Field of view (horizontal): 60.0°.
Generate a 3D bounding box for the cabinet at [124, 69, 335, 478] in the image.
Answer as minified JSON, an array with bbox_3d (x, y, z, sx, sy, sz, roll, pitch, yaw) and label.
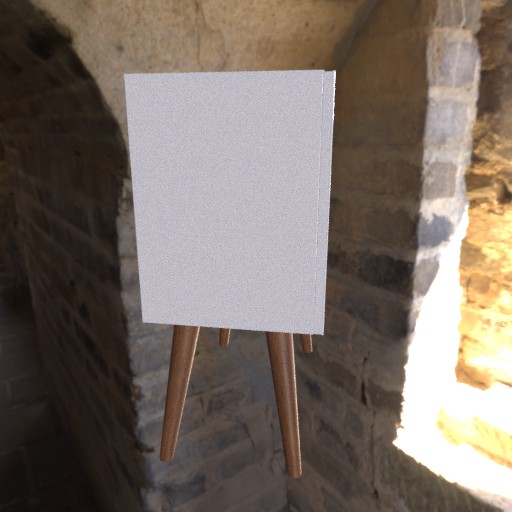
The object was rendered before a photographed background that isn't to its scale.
[{"bbox_3d":[0.000,0.000,1.085,0.344,0.772,0.591,3,16,9],"label":"cabinet"}]
